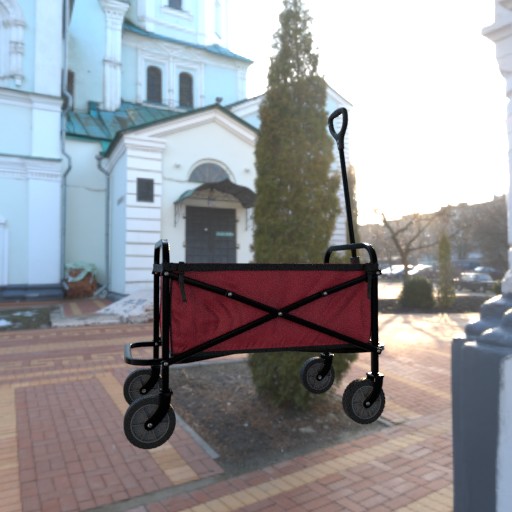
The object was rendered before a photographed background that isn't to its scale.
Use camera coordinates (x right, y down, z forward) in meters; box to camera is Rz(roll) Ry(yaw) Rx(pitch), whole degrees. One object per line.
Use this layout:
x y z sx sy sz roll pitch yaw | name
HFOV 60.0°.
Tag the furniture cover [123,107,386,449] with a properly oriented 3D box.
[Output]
0.000 0.000 1.827 1.038 1.295 0.532 0 -2 -17 | furniture cover
